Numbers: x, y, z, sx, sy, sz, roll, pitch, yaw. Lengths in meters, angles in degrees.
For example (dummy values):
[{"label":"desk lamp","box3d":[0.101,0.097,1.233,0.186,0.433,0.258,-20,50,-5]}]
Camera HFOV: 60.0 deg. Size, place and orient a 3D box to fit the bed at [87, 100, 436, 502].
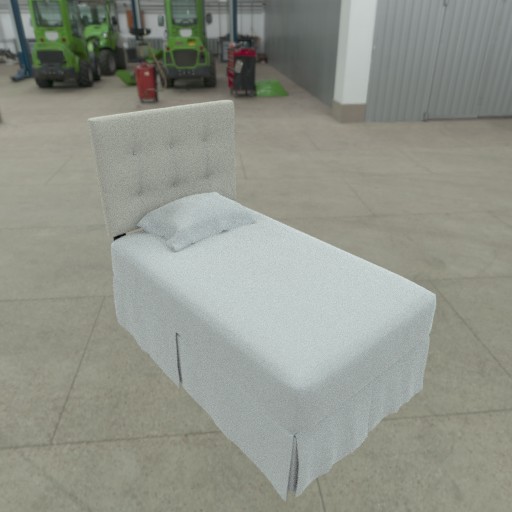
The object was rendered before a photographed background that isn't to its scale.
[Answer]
[{"label":"bed","box3d":[0.000,0.000,2.827,1.261,1.571,1.997,-22,35,-35]}]
